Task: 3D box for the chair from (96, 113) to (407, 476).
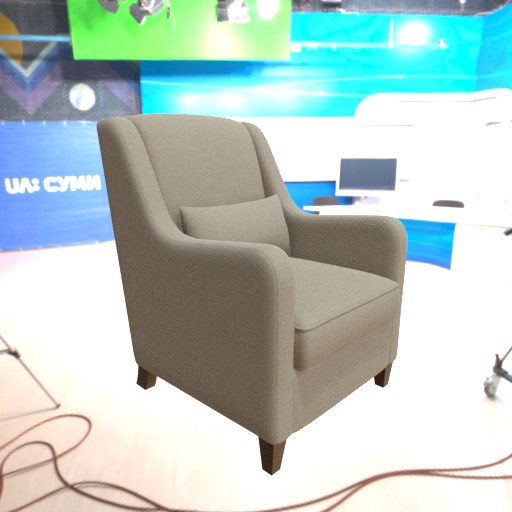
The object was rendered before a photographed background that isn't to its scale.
[{"bbox_3d":[0.000,0.000,1.617,0.896,1.017,0.715,14,20,42],"label":"chair"}]
